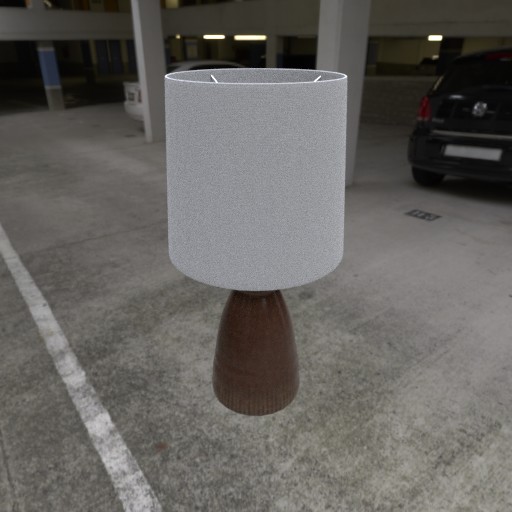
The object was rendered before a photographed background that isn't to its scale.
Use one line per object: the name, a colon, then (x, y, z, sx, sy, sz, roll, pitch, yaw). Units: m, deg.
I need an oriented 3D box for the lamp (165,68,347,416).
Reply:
lamp: (0.000, 0.000, 0.486, 0.186, 0.369, 0.186, 0, 27, 0)
